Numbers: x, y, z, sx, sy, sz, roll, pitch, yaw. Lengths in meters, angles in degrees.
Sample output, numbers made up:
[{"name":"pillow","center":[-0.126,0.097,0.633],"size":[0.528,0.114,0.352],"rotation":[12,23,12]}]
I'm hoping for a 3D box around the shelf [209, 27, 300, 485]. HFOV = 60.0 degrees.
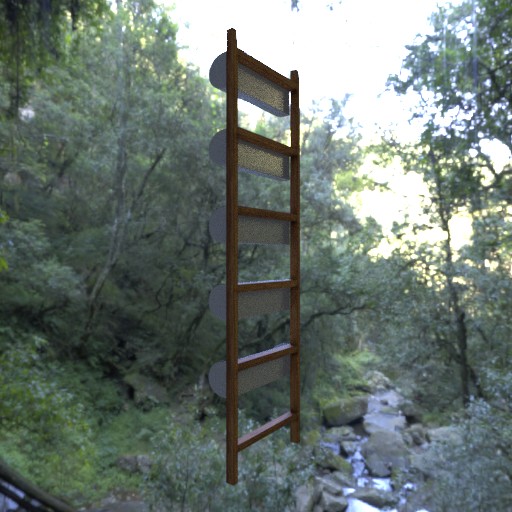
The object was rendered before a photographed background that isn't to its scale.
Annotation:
[{"name":"shelf","center":[0.000,0.000,1.768],"size":[0.141,1.600,0.454],"rotation":[0,0,36]}]
